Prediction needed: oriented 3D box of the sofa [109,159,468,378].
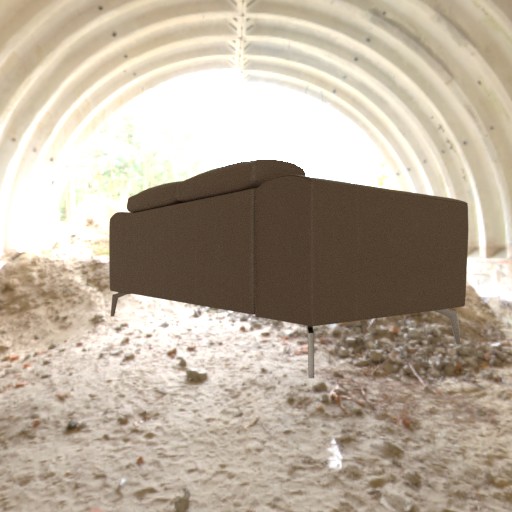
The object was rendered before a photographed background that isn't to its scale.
[{"bbox_3d":[0.000,0.000,2.427,1.003,0.779,1.895,0,0,-37],"label":"sofa"}]
